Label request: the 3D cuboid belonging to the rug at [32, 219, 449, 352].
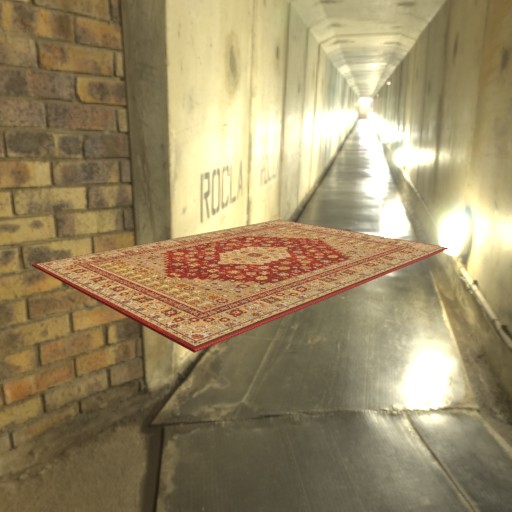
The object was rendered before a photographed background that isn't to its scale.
[{"bbox_3d":[0.000,0.000,2.871,2.211,0.013,1.593,-14,20,-43],"label":"rug"}]
